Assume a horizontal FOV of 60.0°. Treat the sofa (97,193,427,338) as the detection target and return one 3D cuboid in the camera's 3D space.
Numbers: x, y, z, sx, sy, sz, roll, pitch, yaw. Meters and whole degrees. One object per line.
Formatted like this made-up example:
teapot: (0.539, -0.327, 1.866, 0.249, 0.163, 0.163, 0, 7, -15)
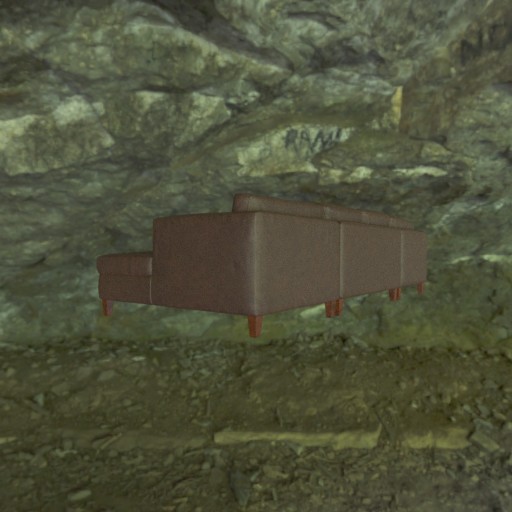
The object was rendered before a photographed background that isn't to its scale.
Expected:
sofa: (0.000, 0.000, 4.703, 2.593, 0.923, 3.460, 1, 1, 37)
